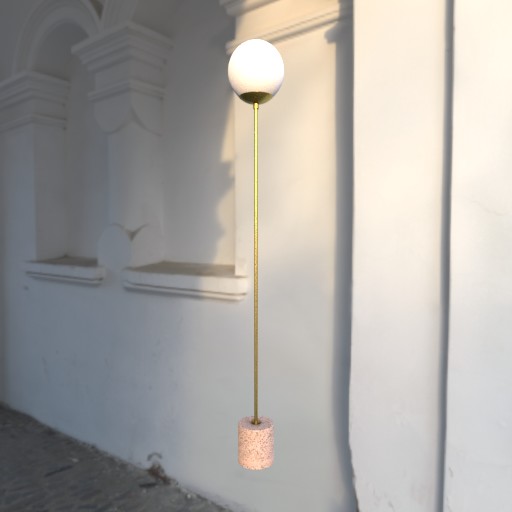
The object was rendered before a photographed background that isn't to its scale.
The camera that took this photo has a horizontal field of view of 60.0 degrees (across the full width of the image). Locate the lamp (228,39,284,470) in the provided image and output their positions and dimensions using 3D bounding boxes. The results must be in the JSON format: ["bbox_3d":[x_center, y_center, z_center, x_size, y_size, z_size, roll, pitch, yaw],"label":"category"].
[{"bbox_3d":[0.000,0.000,1.850,0.229,1.748,0.229,-2,3,-35],"label":"lamp"}]
